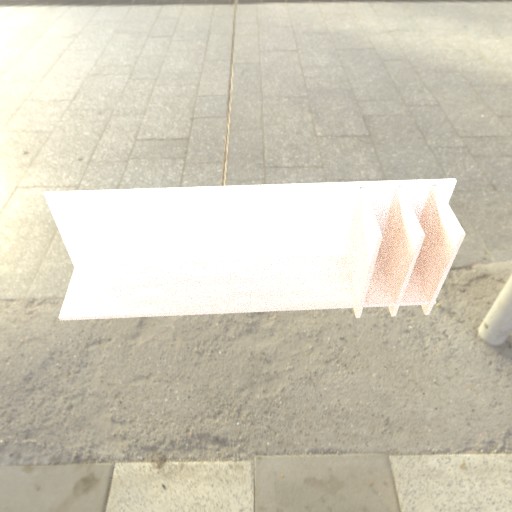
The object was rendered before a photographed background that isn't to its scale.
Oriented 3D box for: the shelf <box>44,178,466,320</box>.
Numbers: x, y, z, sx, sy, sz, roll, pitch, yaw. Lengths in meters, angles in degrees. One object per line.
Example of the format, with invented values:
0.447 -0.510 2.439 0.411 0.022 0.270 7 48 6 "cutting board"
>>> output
0.000 0.000 1.137 1.020 0.300 0.200 -2 45 -2 "shelf"
